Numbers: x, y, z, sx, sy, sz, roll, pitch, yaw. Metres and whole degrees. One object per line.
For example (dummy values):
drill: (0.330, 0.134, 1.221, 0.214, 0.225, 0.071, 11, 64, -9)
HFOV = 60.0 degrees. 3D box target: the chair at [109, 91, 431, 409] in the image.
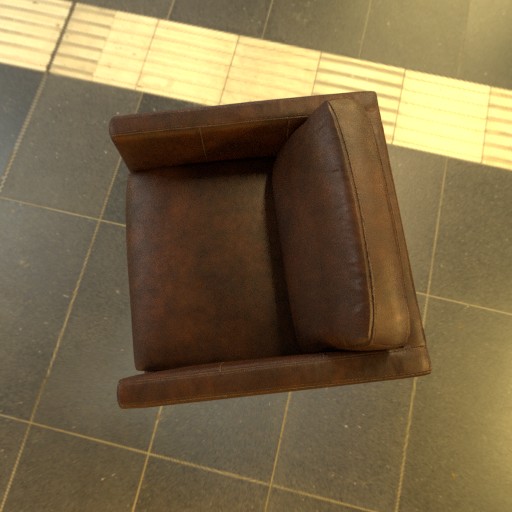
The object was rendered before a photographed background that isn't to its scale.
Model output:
chair: (0.000, 0.000, 1.702, 0.975, 0.864, 0.990, -6, 76, -2)
